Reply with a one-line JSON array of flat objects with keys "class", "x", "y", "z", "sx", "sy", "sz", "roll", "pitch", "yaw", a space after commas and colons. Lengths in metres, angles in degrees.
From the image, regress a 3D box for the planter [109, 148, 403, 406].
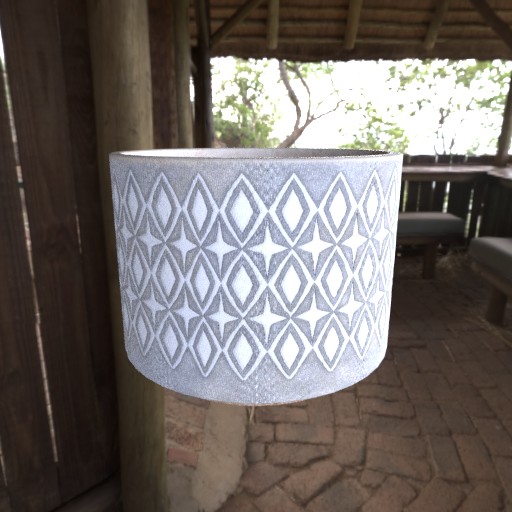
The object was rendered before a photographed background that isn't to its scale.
[{"class": "planter", "x": 0.000, "y": 0.000, "z": 0.276, "sx": 0.164, "sy": 0.127, "sz": 0.164, "roll": 0, "pitch": 15, "yaw": 0}]
